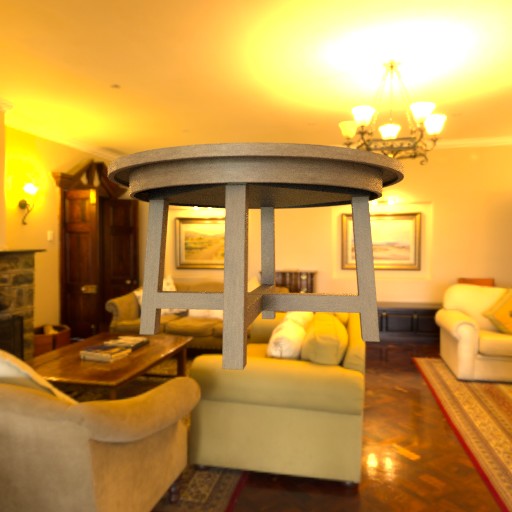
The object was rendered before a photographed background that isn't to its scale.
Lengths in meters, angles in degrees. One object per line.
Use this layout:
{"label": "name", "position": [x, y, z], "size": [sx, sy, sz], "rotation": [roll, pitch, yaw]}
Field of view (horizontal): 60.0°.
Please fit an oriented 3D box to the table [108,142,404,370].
{"label": "table", "position": [0.000, 0.000, 2.090], "size": [1.319, 0.762, 1.319], "rotation": [0, 1, 0]}
